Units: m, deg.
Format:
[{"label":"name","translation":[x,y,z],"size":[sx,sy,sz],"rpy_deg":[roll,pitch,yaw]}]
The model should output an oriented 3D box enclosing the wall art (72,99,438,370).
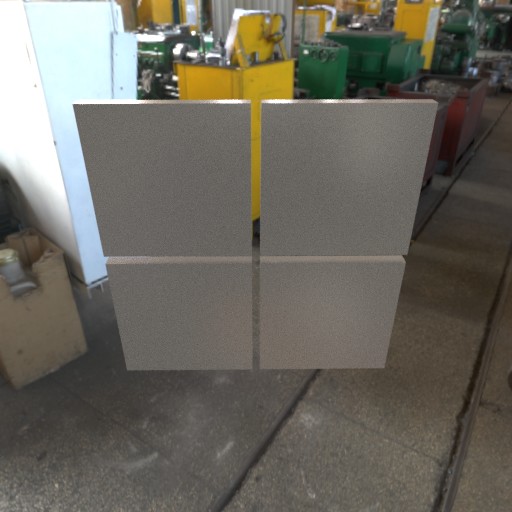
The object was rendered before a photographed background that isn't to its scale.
[{"label":"wall art","translation":[0.000,0.000,0.909],"size":[0.611,0.611,0.029],"rpy_deg":[0,31,-1]}]
